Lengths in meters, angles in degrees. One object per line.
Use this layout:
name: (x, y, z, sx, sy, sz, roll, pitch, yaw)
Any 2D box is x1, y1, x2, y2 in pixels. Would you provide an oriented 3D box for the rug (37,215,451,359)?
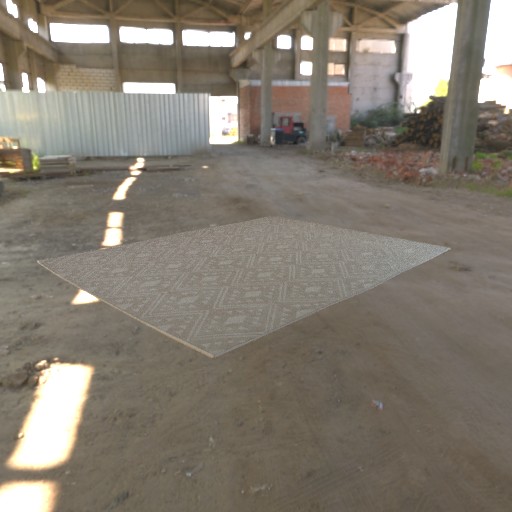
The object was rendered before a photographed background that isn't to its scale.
rug: (0.000, 0.000, 4.080, 2.399, 0.054, 3.011, 15, 22, 42)
